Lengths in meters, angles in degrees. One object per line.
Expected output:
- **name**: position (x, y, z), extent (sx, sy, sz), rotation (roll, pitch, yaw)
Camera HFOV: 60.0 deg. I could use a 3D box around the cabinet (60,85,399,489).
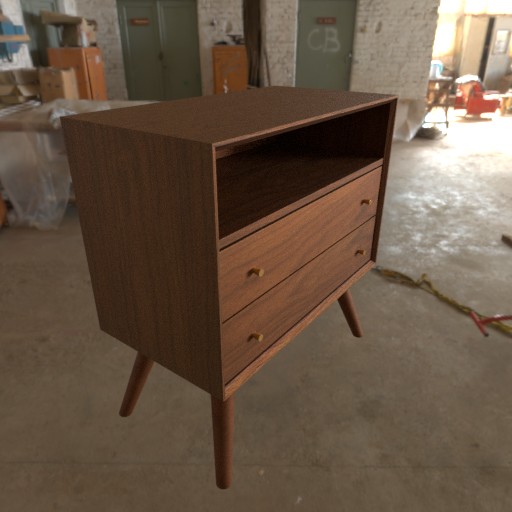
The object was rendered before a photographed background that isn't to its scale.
- **cabinet**: position (0.000, 0.000, 1.145), extent (0.388, 0.748, 0.712), rotation (19, 32, 33)
